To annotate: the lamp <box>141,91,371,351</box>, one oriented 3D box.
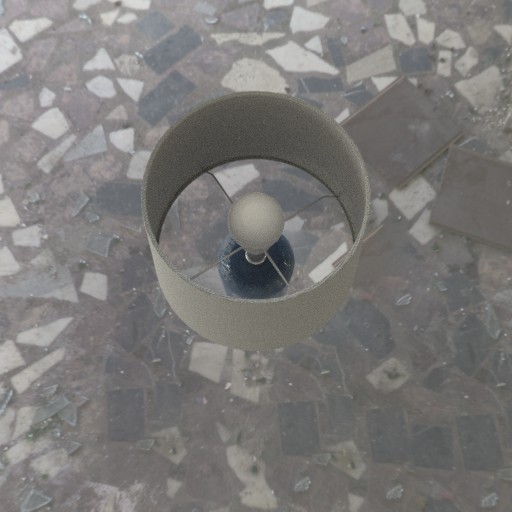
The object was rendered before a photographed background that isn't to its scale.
[{"bbox_3d":[0.000,0.000,0.590,0.253,0.428,0.253,0,75,0],"label":"lamp"}]
